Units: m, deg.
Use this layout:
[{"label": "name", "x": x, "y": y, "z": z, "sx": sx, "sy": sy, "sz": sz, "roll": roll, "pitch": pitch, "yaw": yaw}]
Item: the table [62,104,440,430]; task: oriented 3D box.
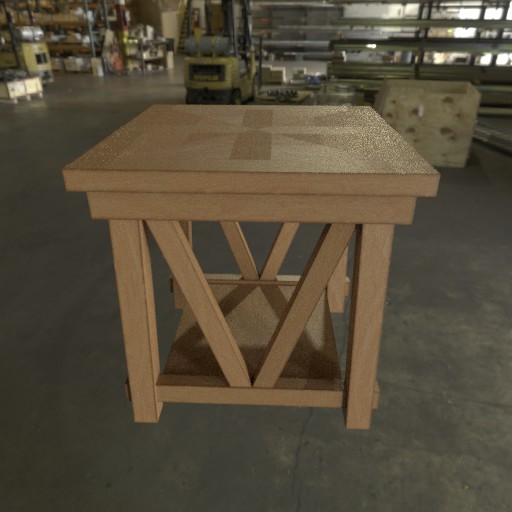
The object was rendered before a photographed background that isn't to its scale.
[{"label": "table", "x": 0.000, "y": 0.000, "z": 1.133, "sx": 0.612, "sy": 0.638, "sz": 0.610, "roll": 1, "pitch": 28, "yaw": 2}]
